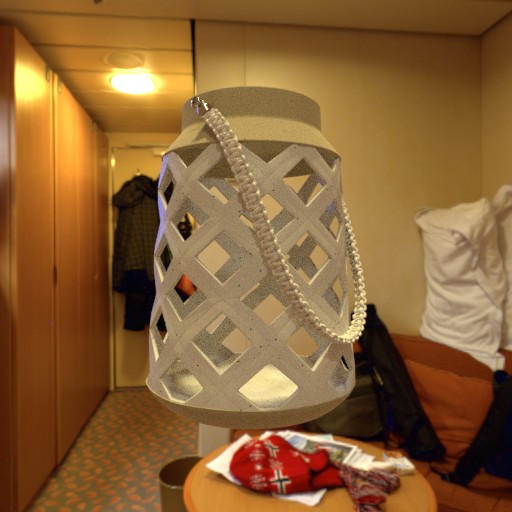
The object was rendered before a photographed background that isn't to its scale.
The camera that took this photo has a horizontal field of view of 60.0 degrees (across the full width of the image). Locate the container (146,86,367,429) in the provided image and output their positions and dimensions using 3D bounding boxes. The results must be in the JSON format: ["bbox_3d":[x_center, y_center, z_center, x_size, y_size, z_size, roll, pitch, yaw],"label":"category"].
[{"bbox_3d":[0.000,0.000,0.402,0.198,0.264,0.188,0,0,36],"label":"container"}]
